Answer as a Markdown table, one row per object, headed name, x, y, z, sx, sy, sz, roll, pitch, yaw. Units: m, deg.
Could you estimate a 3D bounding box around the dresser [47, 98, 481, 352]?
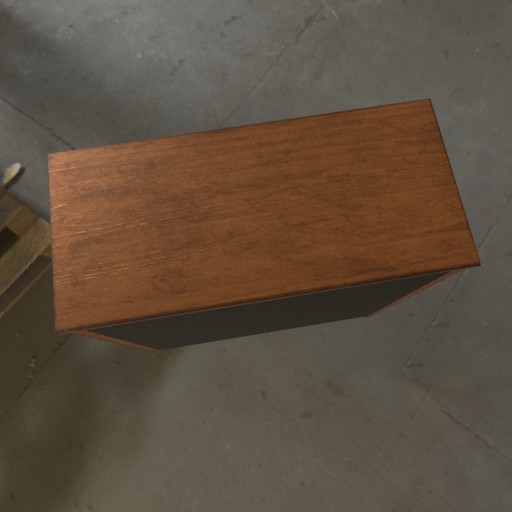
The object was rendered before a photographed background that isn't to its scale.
| name | x | y | z | sx | sy | sz | roll | pitch | yaw |
| --- | --- | --- | --- | --- | --- | --- | --- | --- | --- |
| dresser | 0.000 | 0.000 | 1.939 | 1.250 | 1.224 | 0.591 | -9 | 75 | -2 |
